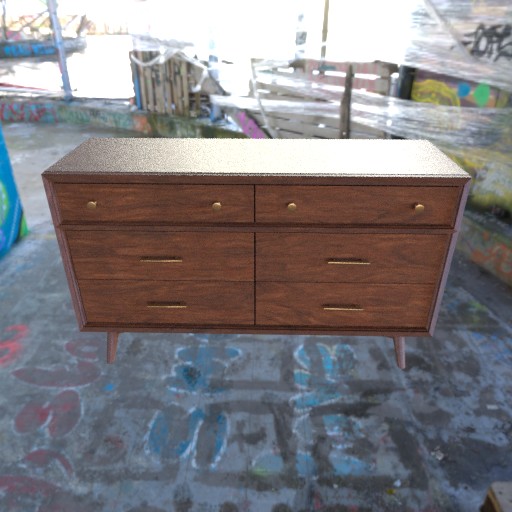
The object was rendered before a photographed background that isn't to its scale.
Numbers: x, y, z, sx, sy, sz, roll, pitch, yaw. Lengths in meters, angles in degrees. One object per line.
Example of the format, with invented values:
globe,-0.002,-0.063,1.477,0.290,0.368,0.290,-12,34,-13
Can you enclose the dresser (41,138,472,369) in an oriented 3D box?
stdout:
dresser,0.000,0.000,1.929,1.472,0.889,0.500,1,29,1
